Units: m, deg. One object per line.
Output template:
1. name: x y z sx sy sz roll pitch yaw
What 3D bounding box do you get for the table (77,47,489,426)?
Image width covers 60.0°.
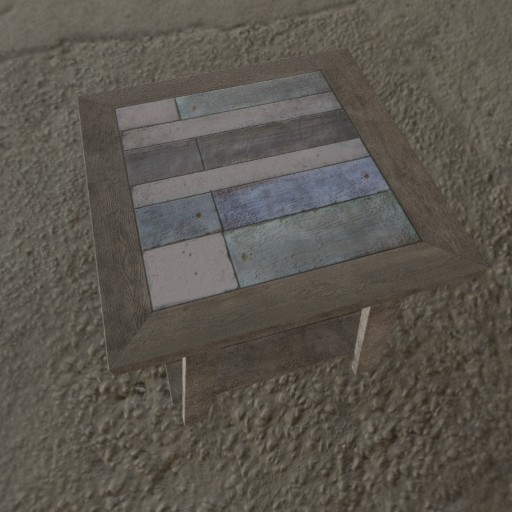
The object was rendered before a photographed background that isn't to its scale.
1. table: 0.000 0.000 1.083 0.610 0.610 0.610 -14 59 -8
